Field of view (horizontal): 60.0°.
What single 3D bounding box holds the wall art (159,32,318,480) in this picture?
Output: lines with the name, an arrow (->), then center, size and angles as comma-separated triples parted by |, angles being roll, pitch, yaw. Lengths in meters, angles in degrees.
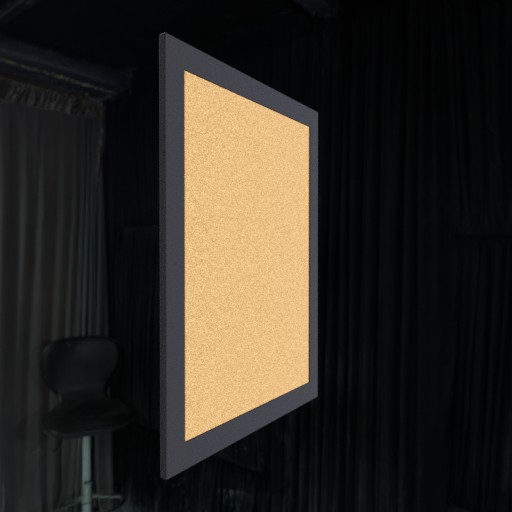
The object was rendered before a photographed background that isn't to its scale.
wall art -> 0.000, 0.000, 0.676 | 0.012, 0.529, 0.374 | 1, 1, 36
